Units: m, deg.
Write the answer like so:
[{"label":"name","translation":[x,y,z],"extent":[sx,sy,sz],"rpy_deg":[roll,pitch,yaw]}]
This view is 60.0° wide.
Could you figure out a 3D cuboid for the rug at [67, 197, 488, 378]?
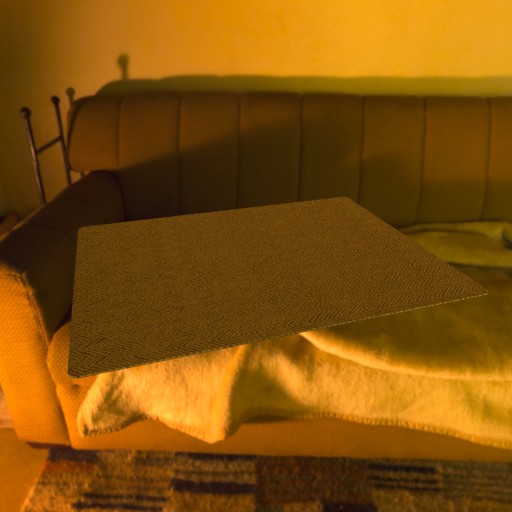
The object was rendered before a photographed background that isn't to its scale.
[{"label":"rug","translation":[0.000,0.000,4.161],"extent":[3.207,0.014,2.439],"rpy_deg":[-8,28,-16]}]
